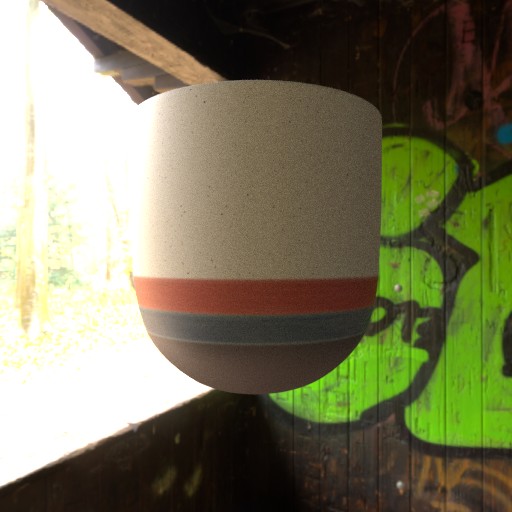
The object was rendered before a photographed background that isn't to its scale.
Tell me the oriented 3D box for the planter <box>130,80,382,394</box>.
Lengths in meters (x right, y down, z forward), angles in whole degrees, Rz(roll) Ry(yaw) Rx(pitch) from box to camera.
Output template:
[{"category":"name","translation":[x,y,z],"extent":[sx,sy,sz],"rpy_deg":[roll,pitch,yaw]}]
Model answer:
[{"category":"planter","translation":[0.000,0.000,0.371],"extent":[0.204,0.214,0.204],"rpy_deg":[0,0,0]}]
